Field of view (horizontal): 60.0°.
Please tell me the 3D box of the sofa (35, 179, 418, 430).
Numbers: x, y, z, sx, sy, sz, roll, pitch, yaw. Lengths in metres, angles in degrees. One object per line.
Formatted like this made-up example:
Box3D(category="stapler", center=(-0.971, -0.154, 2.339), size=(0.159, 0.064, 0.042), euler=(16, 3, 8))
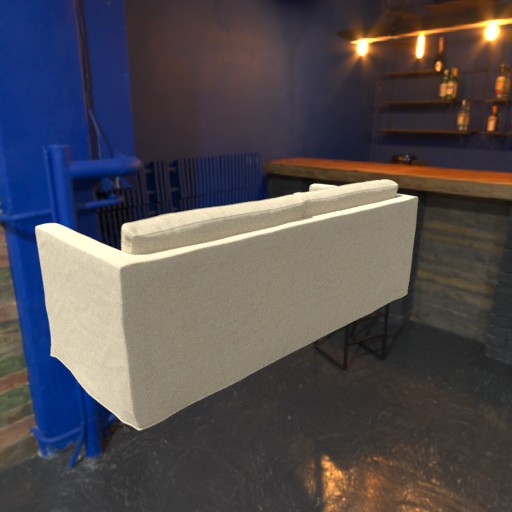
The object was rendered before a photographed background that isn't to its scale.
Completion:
Box3D(category="sofa", center=(0.000, 0.000, 2.776), size=(2.312, 0.853, 0.962), euler=(-16, 23, -41))
